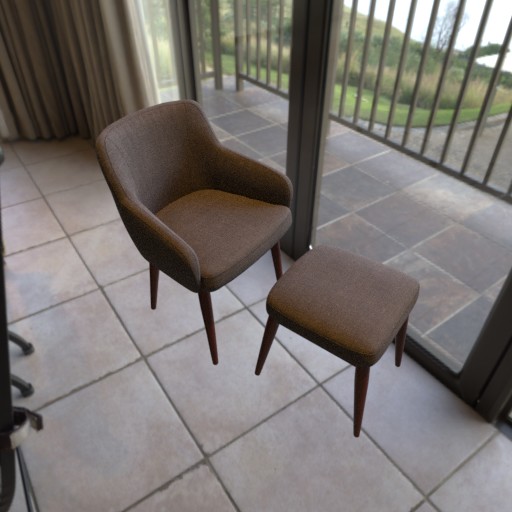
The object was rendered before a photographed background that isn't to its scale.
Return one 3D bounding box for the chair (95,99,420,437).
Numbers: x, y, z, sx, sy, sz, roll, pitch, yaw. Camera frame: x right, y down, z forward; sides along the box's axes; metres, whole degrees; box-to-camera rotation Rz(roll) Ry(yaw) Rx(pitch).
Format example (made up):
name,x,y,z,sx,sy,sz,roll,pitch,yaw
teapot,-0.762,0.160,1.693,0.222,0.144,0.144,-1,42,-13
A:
name,x,y,z,sx,sy,sz,roll,pitch,yaw
chair,0.000,0.000,1.581,1.107,0.799,0.584,25,46,27
